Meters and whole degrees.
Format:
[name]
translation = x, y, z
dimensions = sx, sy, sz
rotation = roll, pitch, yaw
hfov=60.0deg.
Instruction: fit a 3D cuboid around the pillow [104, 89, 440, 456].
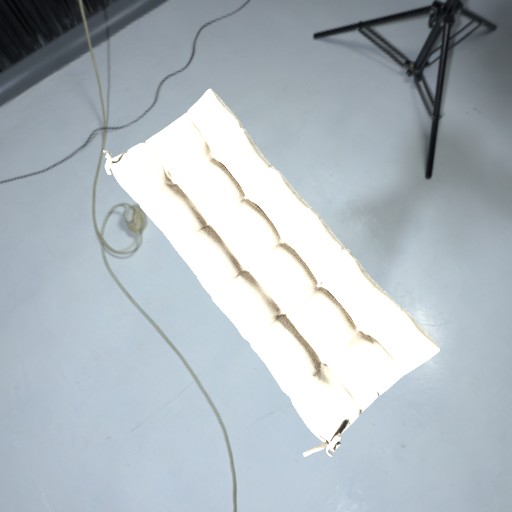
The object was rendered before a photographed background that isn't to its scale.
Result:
[pillow]
translation = 0.000, 0.000, 1.397
dimensions = 0.511, 0.174, 1.194
rotation = -38, 79, -9
